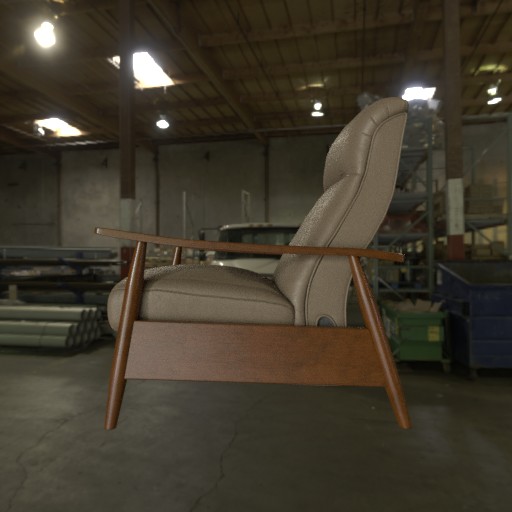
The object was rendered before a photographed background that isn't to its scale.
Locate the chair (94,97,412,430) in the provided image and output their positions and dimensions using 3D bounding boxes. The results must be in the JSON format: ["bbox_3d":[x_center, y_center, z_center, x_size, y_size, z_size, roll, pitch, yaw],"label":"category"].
[{"bbox_3d":[0.000,0.000,1.751,1.014,1.082,0.762,0,0,0],"label":"chair"}]
